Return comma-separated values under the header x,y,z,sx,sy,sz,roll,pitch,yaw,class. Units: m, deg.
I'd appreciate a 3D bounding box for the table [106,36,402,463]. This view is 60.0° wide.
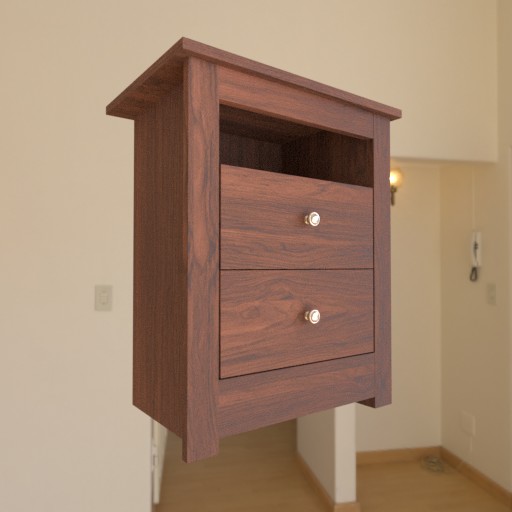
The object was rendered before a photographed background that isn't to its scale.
x,y,z,sx,sy,sz,roll,pitch,yaw,class
0.000,0.000,1.058,0.589,0.711,0.406,1,-2,-36,table
